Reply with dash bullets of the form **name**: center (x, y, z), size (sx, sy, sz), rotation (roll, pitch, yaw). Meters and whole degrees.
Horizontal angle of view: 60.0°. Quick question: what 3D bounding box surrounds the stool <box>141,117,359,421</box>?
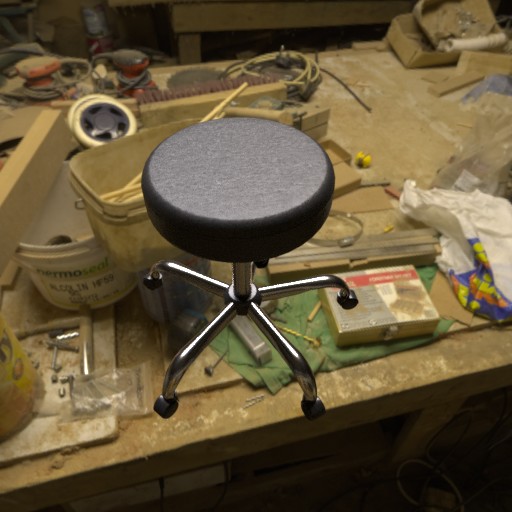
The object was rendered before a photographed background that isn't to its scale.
- **stool**: center (0.000, 0.000, 1.123), size (0.638, 0.576, 0.673), rotation (-10, 47, -9)
